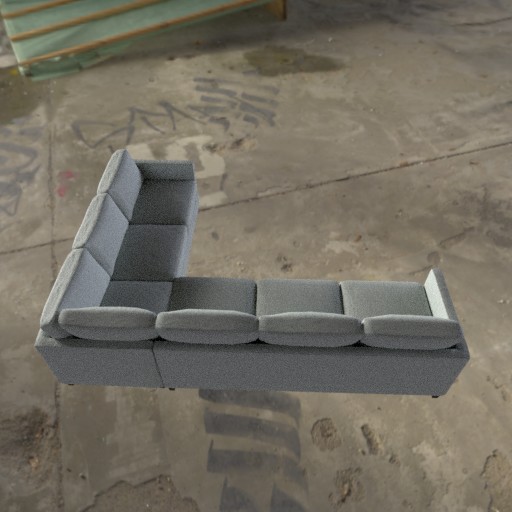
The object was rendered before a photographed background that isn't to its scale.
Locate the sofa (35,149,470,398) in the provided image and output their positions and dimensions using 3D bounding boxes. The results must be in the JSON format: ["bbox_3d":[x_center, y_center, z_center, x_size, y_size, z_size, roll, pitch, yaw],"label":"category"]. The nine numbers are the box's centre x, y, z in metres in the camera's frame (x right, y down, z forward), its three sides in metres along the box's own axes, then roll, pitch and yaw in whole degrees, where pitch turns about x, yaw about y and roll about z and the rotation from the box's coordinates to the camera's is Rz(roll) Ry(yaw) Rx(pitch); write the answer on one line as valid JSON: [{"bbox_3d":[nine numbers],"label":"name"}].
[{"bbox_3d":[0.000,0.000,4.342,3.333,0.934,2.522,1,47,1],"label":"sofa"}]
